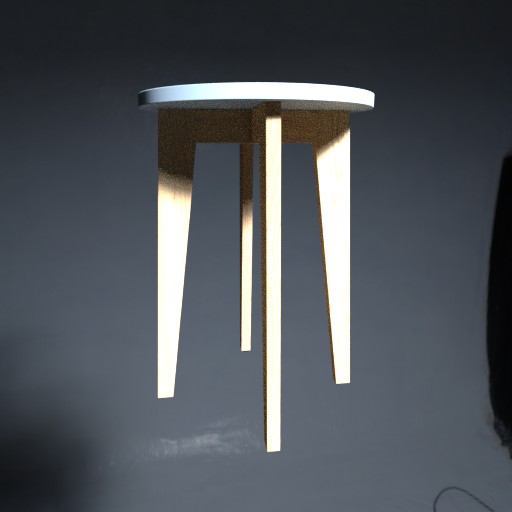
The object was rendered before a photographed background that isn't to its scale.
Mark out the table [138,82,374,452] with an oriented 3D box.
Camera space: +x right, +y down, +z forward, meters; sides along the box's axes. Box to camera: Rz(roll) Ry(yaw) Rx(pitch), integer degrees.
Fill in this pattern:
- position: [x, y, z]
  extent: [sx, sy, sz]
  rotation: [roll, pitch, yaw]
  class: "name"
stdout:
- position: [0.000, 0.000, 0.739]
  extent: [0.350, 0.500, 0.350]
  rotation: [0, 14, 0]
  class: "table"
